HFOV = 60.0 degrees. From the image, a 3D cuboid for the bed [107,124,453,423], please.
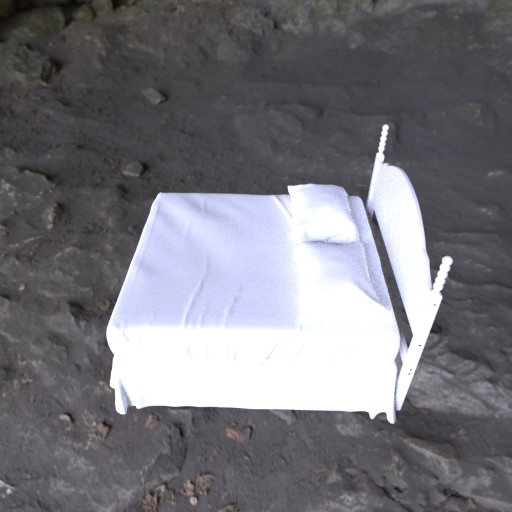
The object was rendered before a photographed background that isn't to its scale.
[{"bbox_3d":[0.000,0.000,3.267,2.040,1.356,1.873,1,40,1],"label":"bed"}]
